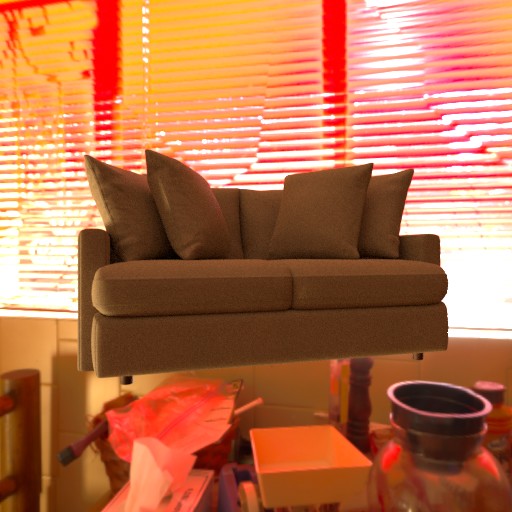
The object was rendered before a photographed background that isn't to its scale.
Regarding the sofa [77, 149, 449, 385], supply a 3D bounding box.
[{"bbox_3d":[0.000,0.000,2.583,1.869,1.080,1.228,0,0,-17],"label":"sofa"}]
